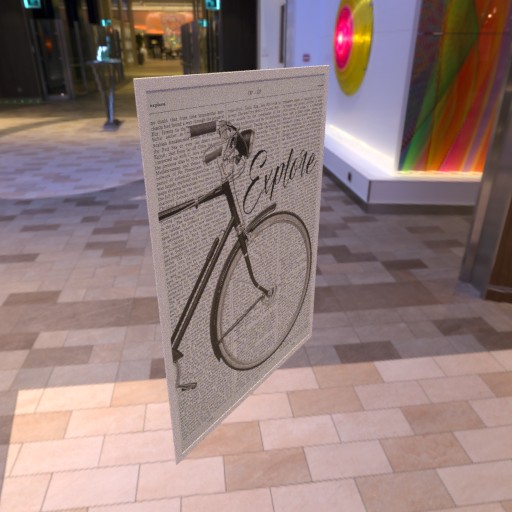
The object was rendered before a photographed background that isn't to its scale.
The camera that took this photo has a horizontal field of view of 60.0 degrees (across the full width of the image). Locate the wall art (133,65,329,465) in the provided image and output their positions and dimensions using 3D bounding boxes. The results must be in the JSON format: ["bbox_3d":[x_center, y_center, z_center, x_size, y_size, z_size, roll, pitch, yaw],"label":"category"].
[{"bbox_3d":[0.000,0.000,0.788,0.003,0.610,0.457,17,31,32],"label":"wall art"}]
